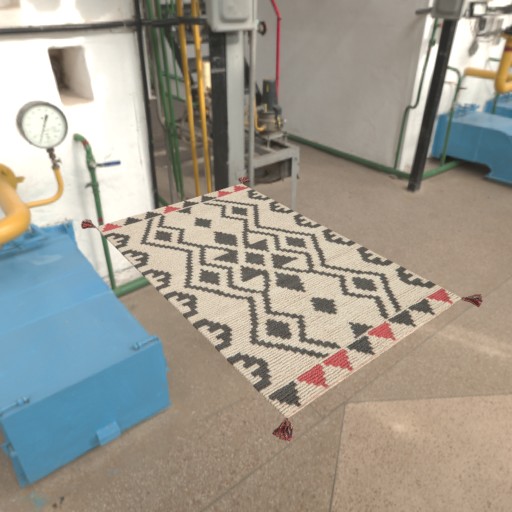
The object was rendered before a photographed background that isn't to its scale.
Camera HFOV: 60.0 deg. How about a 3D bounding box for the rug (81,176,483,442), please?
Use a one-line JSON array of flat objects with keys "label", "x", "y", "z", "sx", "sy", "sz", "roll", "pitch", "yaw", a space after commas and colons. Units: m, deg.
[{"label": "rug", "x": 0.000, "y": 0.000, "z": 3.303, "sx": 1.741, "sy": 0.066, "sz": 2.672, "roll": -22, "pitch": 38, "yaw": -31}]
